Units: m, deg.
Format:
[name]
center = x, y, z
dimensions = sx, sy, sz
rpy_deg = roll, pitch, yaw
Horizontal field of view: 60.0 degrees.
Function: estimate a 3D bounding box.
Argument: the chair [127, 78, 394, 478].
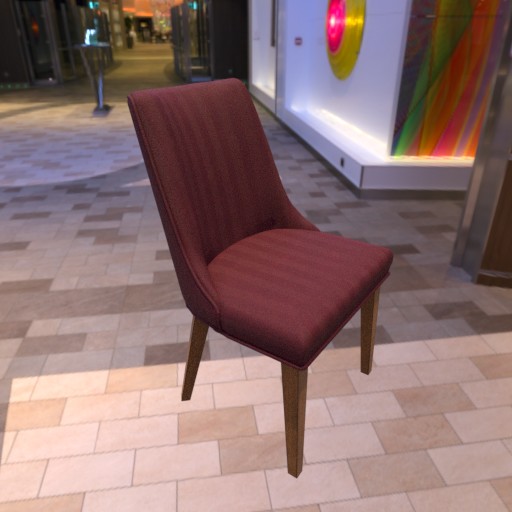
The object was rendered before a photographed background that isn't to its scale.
[chair]
center = 0.000, 0.000, 1.292
dimensions = 0.638, 0.916, 0.548
rpy_deg = 18, 32, 31
